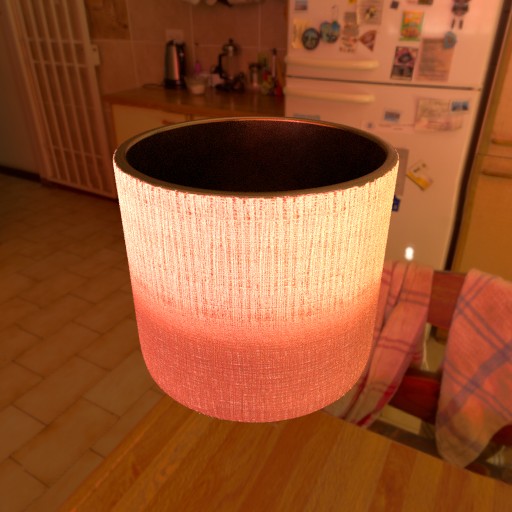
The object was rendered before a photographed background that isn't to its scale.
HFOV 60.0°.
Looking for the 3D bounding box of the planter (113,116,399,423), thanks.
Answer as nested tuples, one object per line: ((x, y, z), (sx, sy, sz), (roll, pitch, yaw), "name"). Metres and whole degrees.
((0.000, 0.000, 0.397), (0.221, 0.201, 0.221), (0, 30, 0), "planter")
